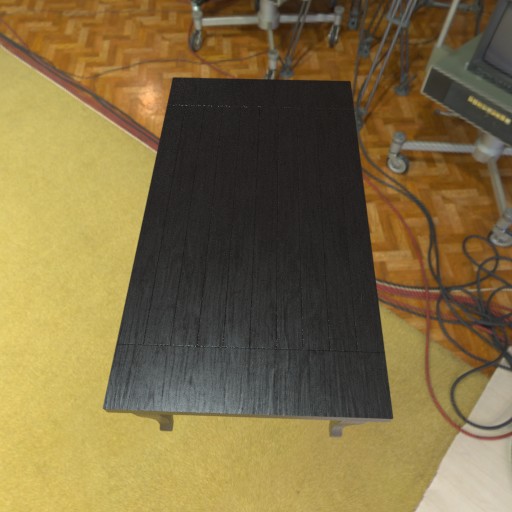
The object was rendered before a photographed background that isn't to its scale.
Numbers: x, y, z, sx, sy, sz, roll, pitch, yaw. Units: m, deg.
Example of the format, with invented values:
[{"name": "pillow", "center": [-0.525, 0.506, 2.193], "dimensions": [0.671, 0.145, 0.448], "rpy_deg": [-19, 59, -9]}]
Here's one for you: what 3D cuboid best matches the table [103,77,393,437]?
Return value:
[{"name": "table", "center": [0.000, 0.000, 1.380], "dimensions": [0.600, 0.494, 1.062], "rpy_deg": [2, 58, 1]}]
